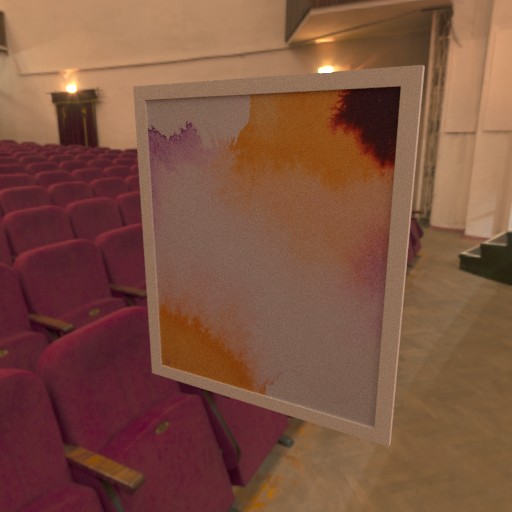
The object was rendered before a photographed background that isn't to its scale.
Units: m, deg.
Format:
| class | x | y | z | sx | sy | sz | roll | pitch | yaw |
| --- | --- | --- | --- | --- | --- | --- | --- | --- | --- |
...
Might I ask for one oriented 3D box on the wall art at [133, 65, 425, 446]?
| class | x | y | z | sx | sy | sz | roll | pitch | yaw |
| --- | --- | --- | --- | --- | --- | --- | --- | --- | --- |
| wall art | 0.000 | 0.000 | 0.740 | 0.482 | 0.557 | 0.012 | 8 | 17 | 27 |
